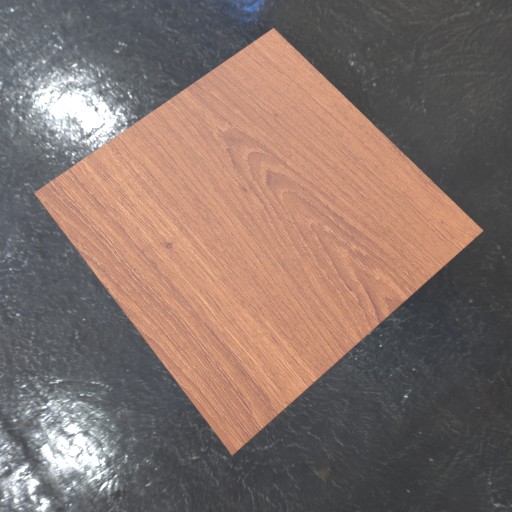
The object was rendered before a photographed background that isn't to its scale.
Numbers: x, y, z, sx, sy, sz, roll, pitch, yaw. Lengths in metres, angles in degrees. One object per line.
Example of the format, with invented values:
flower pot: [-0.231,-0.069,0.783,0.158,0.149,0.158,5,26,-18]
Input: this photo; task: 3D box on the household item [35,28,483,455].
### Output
household item: [0.000,0.000,0.748,0.400,0.400,0.400,-39,77,-10]
